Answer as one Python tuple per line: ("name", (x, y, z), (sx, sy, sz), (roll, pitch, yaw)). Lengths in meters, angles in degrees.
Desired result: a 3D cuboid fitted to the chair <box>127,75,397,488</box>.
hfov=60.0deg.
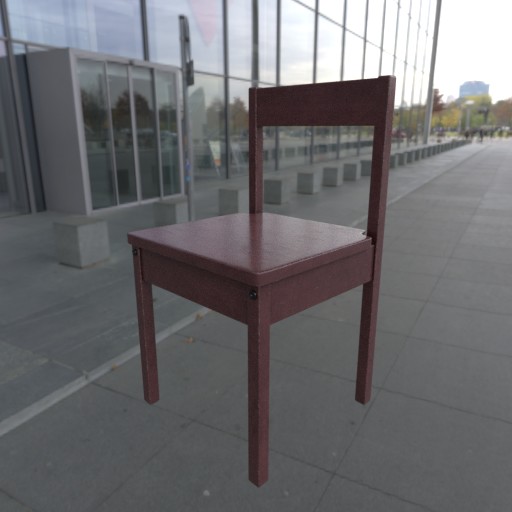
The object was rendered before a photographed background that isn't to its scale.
("chair", (0.000, 0.000, 0.882), (0.367, 0.668, 0.361), (15, 22, 43))
